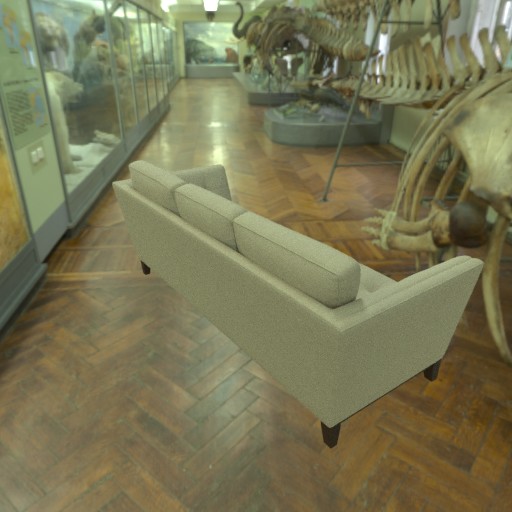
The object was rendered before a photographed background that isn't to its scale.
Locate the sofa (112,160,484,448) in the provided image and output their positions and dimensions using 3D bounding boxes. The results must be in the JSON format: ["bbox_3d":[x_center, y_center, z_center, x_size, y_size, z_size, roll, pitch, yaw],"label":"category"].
[{"bbox_3d":[0.000,0.000,2.838,0.965,0.940,2.388,-17,30,-32],"label":"sofa"}]
